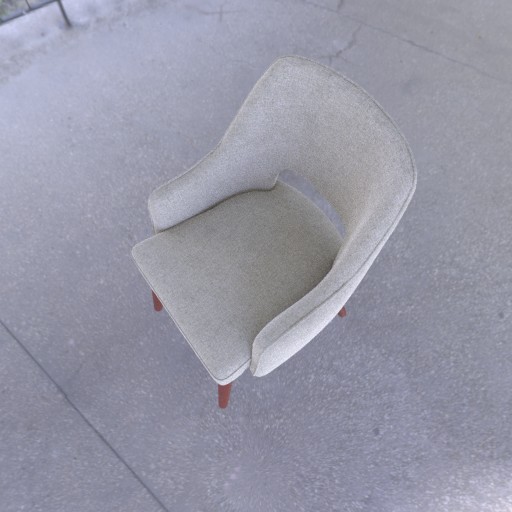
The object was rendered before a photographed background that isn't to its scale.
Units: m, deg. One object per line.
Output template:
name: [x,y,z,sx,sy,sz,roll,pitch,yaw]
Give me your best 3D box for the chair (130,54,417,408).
chair: [0.000,0.000,1.230,0.605,0.849,0.548,-33,69,-15]
